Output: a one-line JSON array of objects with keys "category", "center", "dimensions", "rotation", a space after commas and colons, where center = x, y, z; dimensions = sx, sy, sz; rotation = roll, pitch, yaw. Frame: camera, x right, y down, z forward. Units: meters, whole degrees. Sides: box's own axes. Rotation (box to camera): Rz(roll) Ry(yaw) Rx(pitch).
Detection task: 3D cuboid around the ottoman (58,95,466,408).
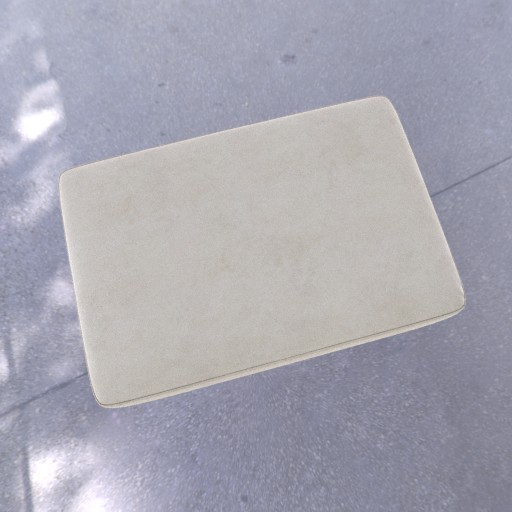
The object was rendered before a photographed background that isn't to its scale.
[{"category": "ottoman", "center": [0.000, 0.000, 1.189], "dimensions": [0.864, 0.483, 0.584], "rotation": [-14, 76, -4]}]
